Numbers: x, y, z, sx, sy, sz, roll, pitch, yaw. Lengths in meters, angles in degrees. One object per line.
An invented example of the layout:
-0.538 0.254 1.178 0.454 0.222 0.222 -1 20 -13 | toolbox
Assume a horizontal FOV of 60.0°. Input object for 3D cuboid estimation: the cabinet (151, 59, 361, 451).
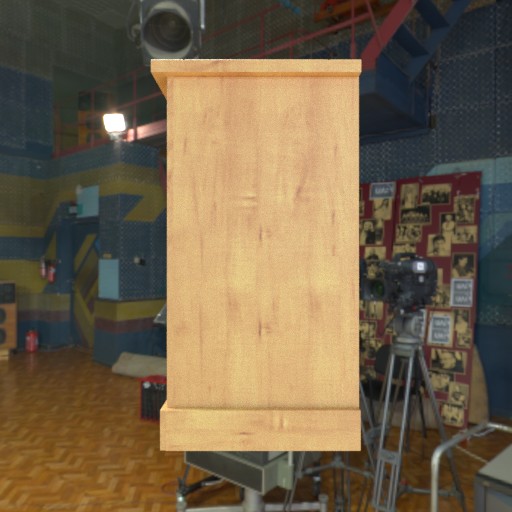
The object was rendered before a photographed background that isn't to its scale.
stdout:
0.000 0.000 1.407 0.450 0.840 0.920 0 0 0 | cabinet
